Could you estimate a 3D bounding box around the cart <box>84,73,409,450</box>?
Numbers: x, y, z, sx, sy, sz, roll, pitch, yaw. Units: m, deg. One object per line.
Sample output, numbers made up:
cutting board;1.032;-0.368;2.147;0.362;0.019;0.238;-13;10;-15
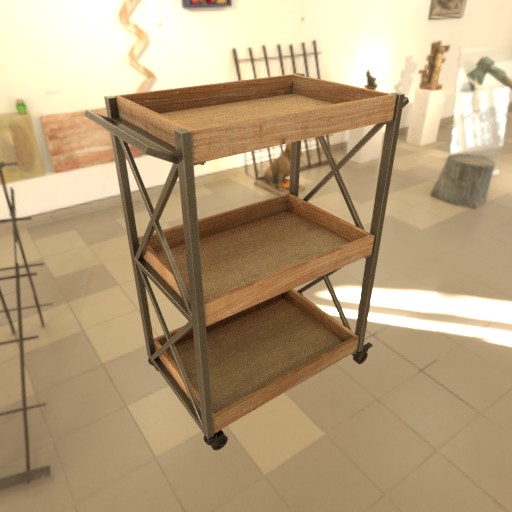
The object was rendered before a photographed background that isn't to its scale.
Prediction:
cart;0.000;0.000;1.201;0.673;0.835;0.377;-20;36;-30
